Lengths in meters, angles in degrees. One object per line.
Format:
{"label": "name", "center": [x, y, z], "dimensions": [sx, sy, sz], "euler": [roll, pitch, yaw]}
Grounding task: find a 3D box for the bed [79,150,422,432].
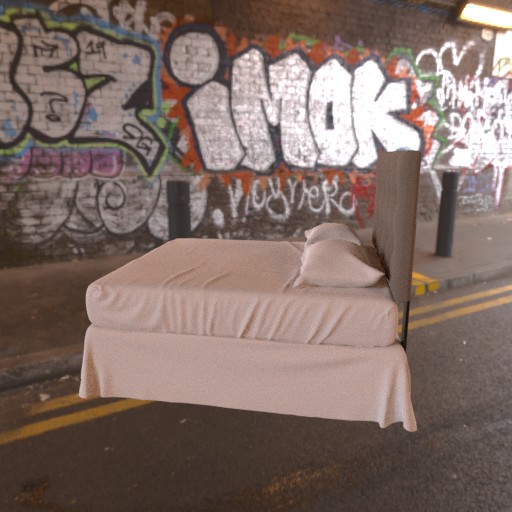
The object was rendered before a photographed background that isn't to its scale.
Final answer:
{"label": "bed", "center": [0.000, 0.000, 3.427], "dimensions": [2.222, 1.577, 1.936], "euler": [2, 13, 10]}
